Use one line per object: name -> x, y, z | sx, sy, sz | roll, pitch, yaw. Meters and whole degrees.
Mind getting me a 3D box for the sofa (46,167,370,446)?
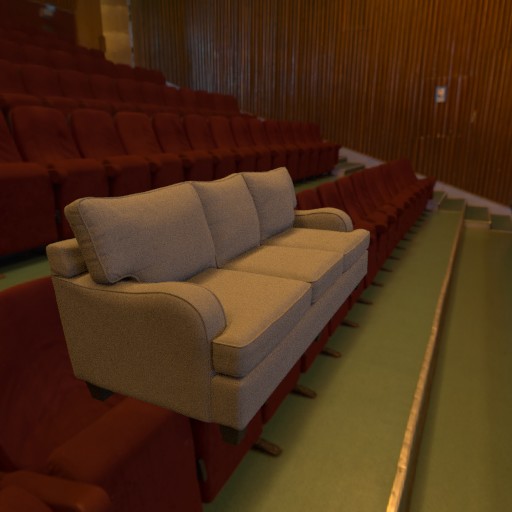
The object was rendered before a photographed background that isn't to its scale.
sofa -> 0.000, 0.000, 2.841 | 1.016, 0.991, 2.323 | 7, 17, 25
